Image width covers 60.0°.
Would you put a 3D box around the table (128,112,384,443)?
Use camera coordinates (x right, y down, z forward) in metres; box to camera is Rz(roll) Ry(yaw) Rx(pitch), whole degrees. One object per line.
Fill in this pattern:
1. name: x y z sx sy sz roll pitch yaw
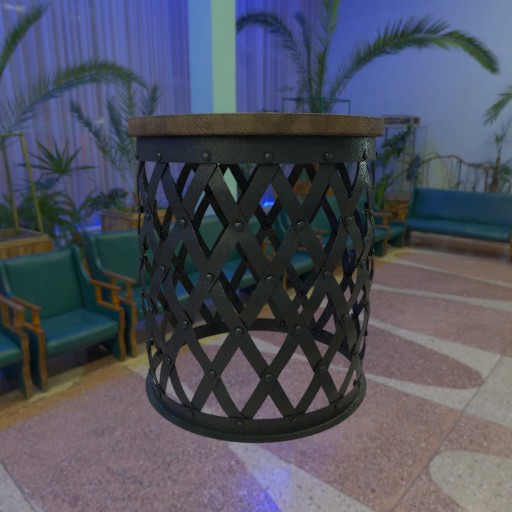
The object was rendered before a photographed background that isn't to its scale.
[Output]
1. table: 0.000 0.000 0.779 0.405 0.454 0.405 0 14 0
